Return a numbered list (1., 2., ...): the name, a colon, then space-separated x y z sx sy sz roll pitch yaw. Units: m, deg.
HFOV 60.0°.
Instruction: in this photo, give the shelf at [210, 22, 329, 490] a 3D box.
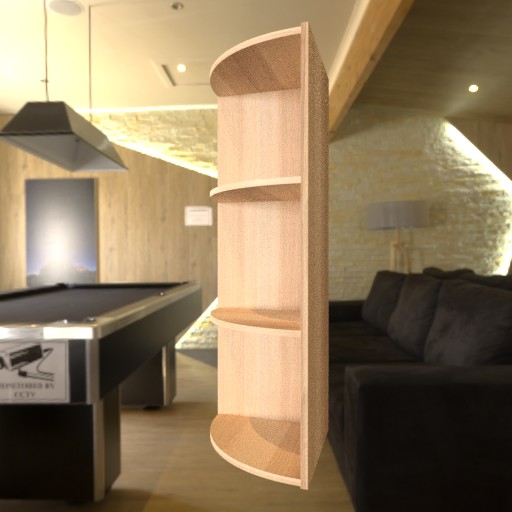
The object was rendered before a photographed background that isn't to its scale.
1. shelf: 0.000 0.000 1.006 0.290 0.872 0.290 0 1 17
